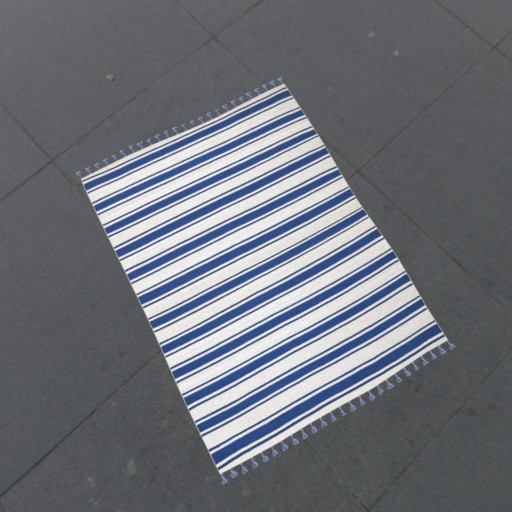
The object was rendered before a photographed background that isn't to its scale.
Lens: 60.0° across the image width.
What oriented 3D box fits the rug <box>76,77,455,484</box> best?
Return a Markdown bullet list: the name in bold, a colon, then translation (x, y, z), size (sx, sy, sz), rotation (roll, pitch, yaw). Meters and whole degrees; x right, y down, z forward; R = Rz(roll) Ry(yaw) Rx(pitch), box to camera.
- **rug**: translation (0.000, 0.000, 4.412), size (2.471, 0.016, 3.416), rotation (-27, 76, -7)
